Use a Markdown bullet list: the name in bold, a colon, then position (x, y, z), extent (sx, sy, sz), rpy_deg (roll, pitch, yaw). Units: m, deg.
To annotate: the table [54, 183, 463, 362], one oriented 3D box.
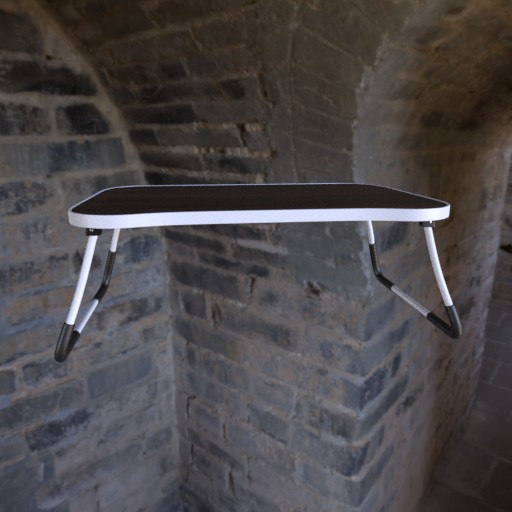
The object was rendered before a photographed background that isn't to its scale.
- **table**: position (0.000, 0.000, 0.844), extent (0.660, 0.232, 0.400), rpy_deg (-2, 15, -7)
